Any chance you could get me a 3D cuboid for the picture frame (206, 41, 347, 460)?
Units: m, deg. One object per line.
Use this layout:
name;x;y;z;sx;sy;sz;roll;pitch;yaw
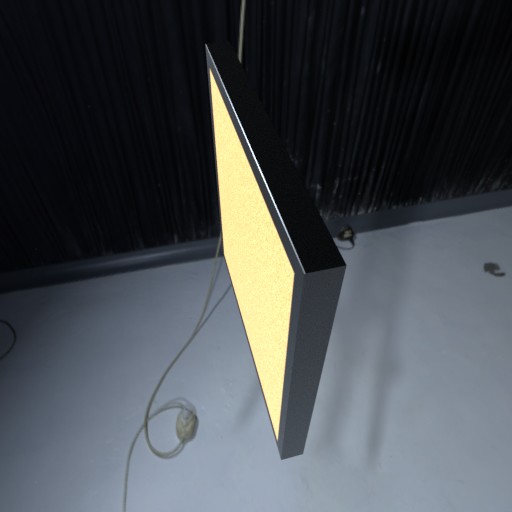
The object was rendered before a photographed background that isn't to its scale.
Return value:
picture frame;0.000;0.000;0.526;0.029;0.353;0.355;-11;49;-10
